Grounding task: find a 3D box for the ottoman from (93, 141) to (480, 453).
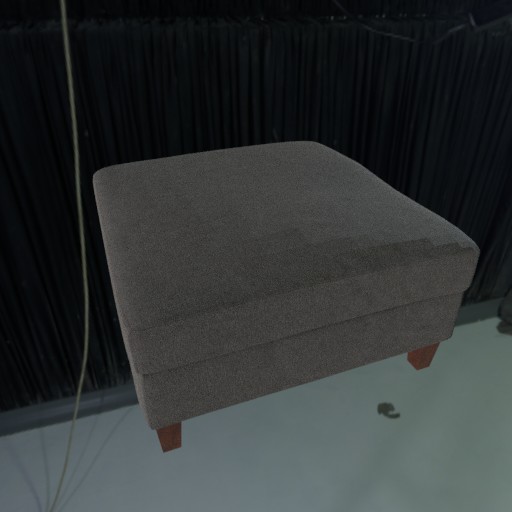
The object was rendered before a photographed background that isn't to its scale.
[{"bbox_3d":[0.000,0.000,1.374,0.861,0.482,0.881,-11,34,-18],"label":"ottoman"}]
